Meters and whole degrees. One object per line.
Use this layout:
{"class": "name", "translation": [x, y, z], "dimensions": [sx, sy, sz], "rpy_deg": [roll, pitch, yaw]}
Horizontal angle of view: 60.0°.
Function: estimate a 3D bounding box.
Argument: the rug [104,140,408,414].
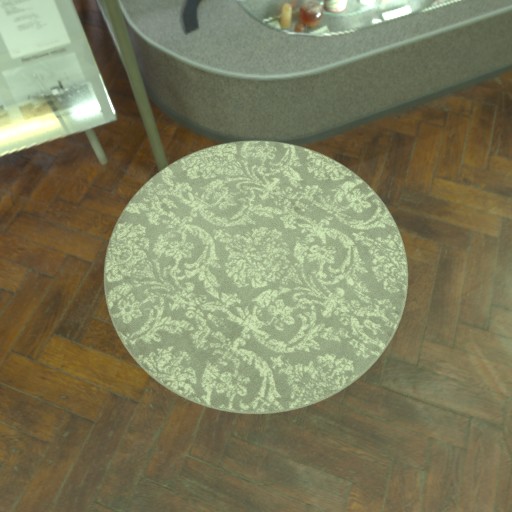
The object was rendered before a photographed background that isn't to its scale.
{"class": "rug", "translation": [0.000, 0.000, 2.348], "dimensions": [1.593, 0.012, 1.593], "rpy_deg": [0, 63, 0]}
